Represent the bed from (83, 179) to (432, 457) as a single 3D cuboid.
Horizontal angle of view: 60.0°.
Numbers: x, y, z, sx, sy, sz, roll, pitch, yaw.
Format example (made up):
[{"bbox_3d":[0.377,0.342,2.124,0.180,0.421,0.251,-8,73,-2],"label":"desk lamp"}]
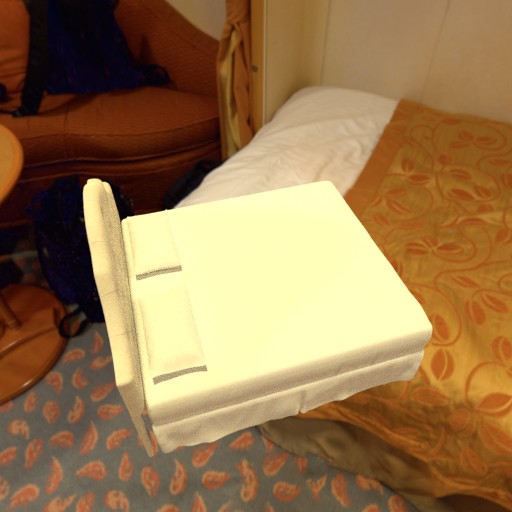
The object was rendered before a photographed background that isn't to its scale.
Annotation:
[{"bbox_3d":[0.000,0.000,3.512,2.214,1.615,2.008,-12,47,-12],"label":"bed"}]
